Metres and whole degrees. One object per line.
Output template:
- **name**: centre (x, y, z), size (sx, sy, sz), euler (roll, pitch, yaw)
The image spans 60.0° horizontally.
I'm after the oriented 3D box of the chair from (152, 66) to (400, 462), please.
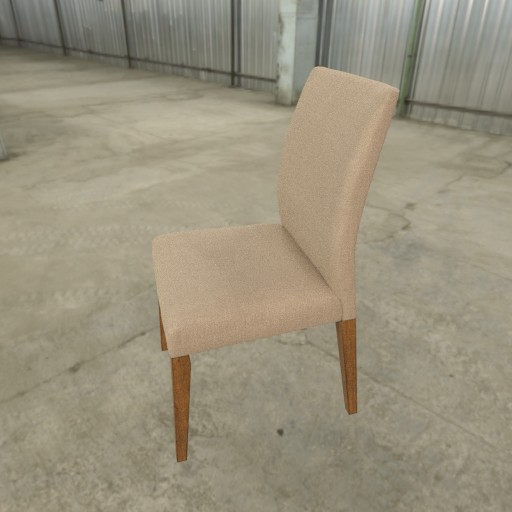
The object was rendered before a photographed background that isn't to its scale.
- **chair**: centre (0.000, 0.000, 1.258), size (0.585, 0.940, 0.496), euler (-8, 30, -13)
